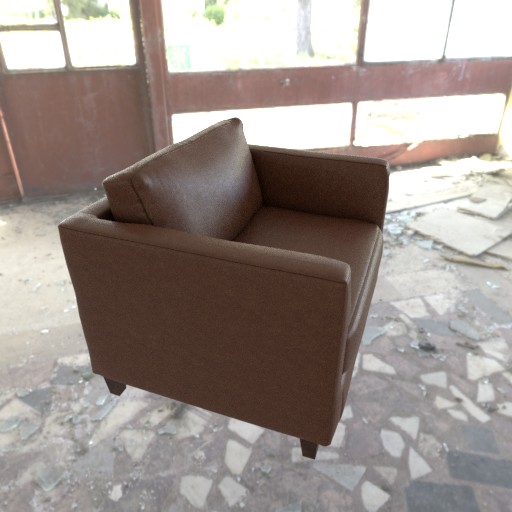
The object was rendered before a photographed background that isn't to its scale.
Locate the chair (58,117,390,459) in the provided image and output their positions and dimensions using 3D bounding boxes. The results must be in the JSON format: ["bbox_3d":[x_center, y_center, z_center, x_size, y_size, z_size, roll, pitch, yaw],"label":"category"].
[{"bbox_3d":[0.000,0.000,1.814,0.959,0.917,1.107,11,32,18],"label":"chair"}]
